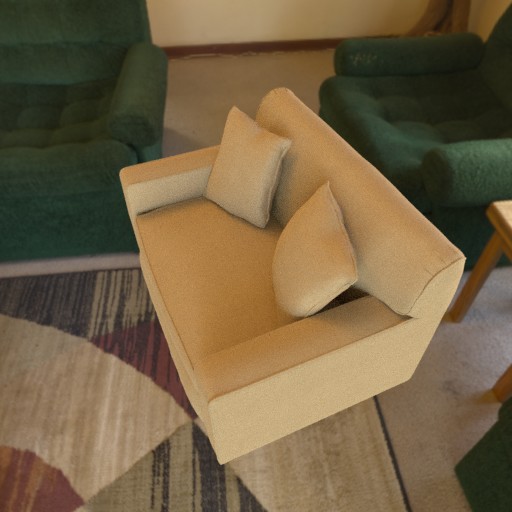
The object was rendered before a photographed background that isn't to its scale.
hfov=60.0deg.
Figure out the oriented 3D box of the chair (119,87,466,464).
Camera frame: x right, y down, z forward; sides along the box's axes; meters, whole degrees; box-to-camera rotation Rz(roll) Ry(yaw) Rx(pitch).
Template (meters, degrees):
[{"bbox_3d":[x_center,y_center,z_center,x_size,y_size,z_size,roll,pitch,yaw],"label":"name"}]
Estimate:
[{"bbox_3d":[0.000,0.000,2.069,1.000,0.948,1.383,-18,49,-16],"label":"chair"}]
